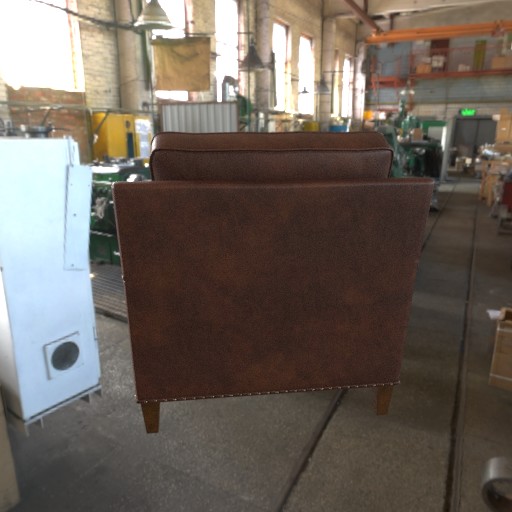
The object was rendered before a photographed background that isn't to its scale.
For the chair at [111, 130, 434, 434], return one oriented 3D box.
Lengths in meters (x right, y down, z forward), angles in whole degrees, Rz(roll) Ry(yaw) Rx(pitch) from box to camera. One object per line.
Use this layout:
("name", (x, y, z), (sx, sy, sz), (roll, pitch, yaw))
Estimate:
("chair", (0.000, 0.000, 1.704), (0.853, 0.929, 1.014), (-2, 16, -7))
